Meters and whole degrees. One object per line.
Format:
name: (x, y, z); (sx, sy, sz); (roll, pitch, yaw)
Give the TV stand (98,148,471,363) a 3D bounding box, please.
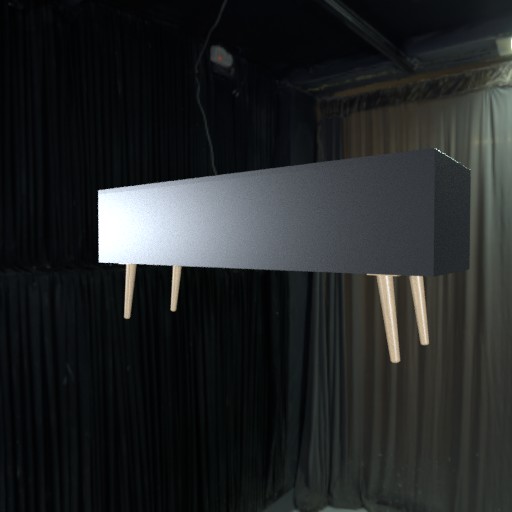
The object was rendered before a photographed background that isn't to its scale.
TV stand: (0.000, 0.000, 1.559); (1.312, 0.518, 0.390); (1, 2, 37)
